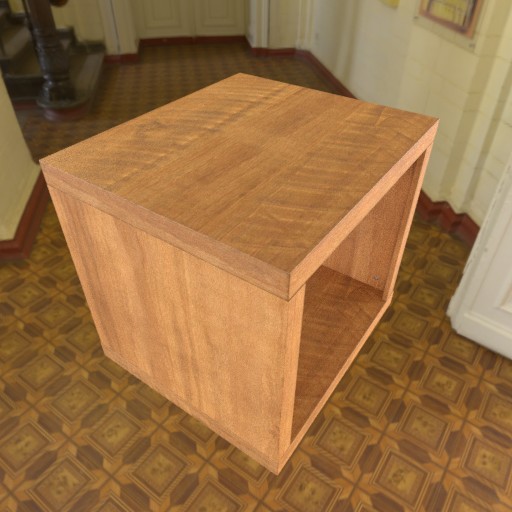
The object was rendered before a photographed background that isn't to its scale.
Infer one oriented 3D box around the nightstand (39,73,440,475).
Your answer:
[{"bbox_3d":[0.000,0.000,0.862,0.436,0.491,0.493,24,45,26],"label":"nightstand"}]
